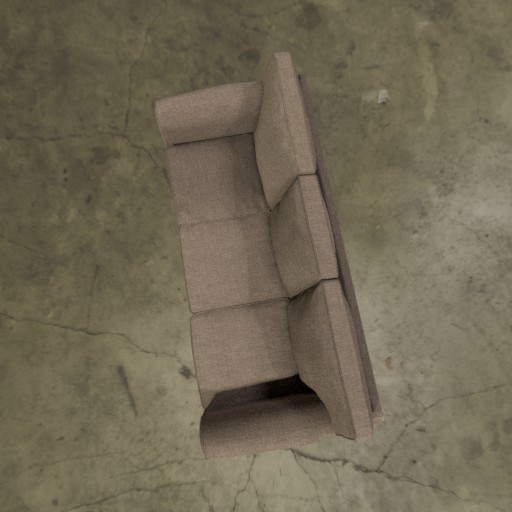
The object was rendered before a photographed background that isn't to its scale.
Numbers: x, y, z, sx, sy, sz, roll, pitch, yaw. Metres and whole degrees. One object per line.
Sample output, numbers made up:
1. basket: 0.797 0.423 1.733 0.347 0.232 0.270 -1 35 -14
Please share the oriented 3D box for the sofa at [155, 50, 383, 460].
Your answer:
1. sofa: 0.000 0.000 2.612 0.916 0.961 2.084 -10 77 -2
